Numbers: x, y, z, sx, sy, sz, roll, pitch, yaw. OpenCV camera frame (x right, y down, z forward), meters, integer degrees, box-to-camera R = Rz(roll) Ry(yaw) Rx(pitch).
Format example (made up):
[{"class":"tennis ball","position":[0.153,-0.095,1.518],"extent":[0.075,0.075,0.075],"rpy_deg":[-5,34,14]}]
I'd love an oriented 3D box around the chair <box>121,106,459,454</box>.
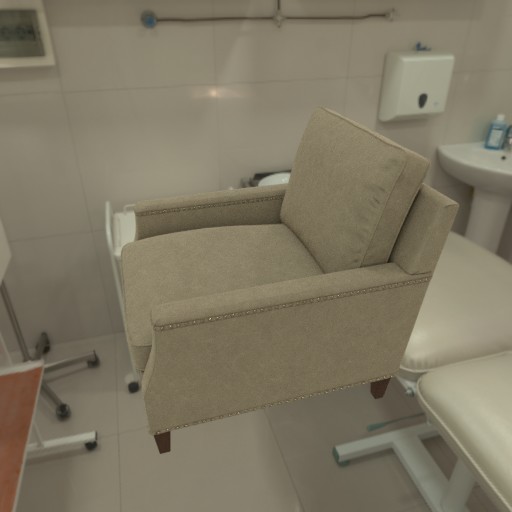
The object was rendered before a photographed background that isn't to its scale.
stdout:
[{"class":"chair","position":[0.000,0.000,1.693],"extent":[1.014,0.943,0.853],"rpy_deg":[-9,32,-14]}]
